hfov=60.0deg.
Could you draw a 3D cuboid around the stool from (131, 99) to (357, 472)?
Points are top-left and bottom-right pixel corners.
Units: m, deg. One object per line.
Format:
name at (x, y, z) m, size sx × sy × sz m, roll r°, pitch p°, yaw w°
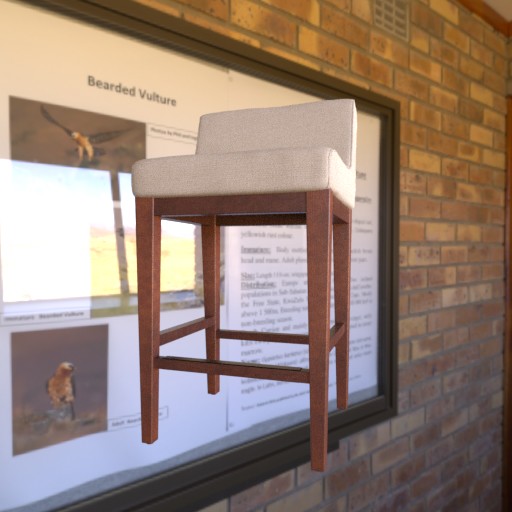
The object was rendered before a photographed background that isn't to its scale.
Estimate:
stool at (0.000, 0.000, 1.240) m, size 0.511 × 0.937 × 0.500 m, roll 0°, pitch 1°, yaw 18°
